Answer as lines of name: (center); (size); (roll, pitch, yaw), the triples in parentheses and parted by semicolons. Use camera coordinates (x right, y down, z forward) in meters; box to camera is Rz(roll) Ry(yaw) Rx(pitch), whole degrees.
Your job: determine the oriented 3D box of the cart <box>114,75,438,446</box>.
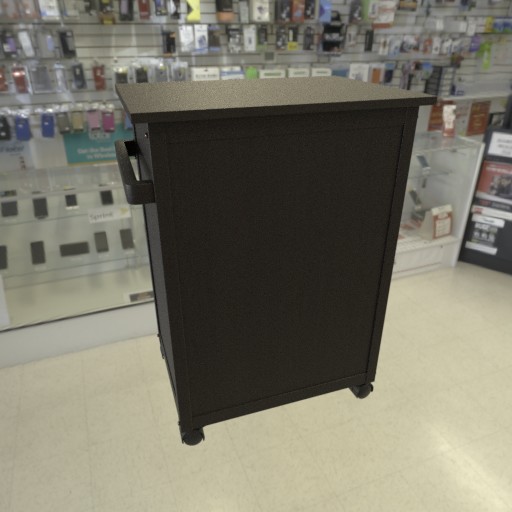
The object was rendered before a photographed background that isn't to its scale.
cart: (0.000, 0.000, 1.241); (0.660, 0.879, 0.456); (-9, 29, -17)
